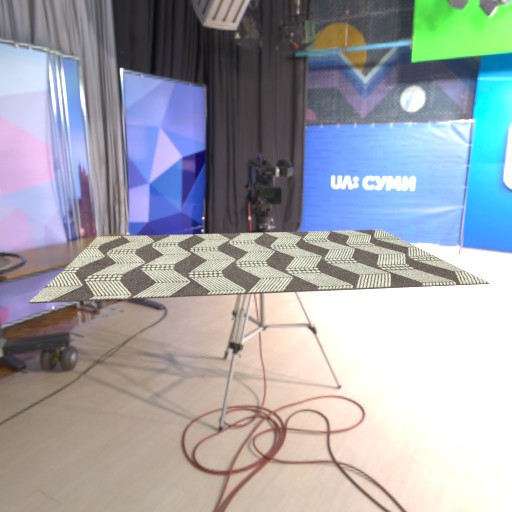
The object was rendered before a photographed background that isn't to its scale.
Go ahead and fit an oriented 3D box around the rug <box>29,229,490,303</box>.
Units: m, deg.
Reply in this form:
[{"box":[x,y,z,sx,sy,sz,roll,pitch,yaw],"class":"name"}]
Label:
[{"box":[0.000,0.000,3.043,2.435,0.011,1.517,-2,15,-7],"class":"rug"}]
